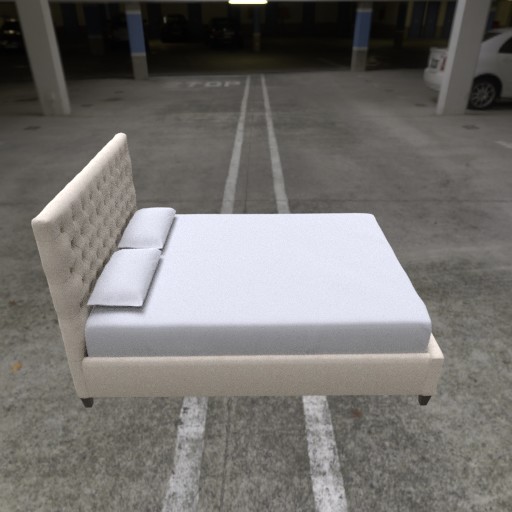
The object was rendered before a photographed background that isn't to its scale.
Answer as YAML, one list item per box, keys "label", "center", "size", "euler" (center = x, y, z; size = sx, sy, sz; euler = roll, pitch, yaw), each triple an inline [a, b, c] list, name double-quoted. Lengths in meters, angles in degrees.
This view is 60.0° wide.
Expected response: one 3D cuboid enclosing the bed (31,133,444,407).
- label: "bed"
  center: [0.000, 0.000, 3.363]
  size: [2.387, 1.427, 1.698]
  euler: [0, 30, 0]
